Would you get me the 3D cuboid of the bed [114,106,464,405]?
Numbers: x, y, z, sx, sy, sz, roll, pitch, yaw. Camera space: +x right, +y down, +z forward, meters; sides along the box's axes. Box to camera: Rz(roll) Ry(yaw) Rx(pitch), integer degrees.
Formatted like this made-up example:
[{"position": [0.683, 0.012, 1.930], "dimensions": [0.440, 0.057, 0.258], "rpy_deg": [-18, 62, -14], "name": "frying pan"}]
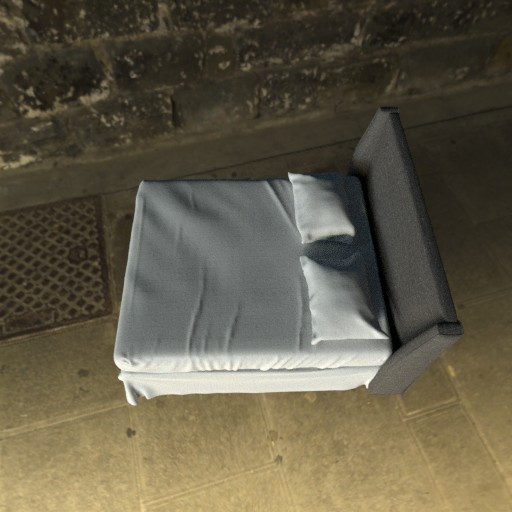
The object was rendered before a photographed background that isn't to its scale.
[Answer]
[{"position": [0.000, 0.000, 3.470], "dimensions": [2.276, 1.332, 1.925], "rpy_deg": [-1, 58, -1], "name": "bed"}]
